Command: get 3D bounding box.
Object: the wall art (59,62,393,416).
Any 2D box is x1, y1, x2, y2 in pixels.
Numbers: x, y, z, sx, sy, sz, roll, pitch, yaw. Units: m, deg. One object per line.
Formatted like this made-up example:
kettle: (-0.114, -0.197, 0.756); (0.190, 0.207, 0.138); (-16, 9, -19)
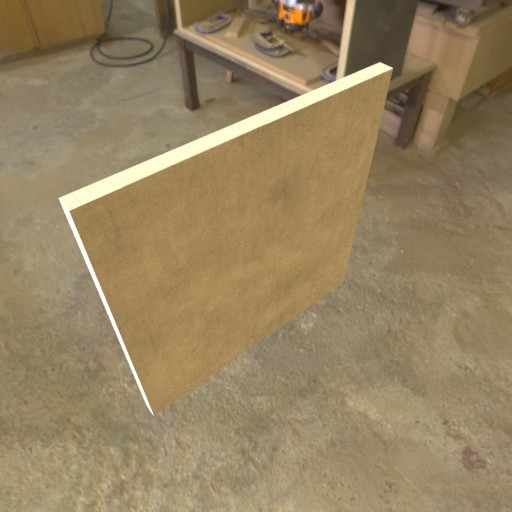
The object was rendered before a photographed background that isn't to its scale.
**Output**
wall art: (0.000, 0.000, 0.671); (0.455, 0.453, 0.023); (-31, 55, -25)
